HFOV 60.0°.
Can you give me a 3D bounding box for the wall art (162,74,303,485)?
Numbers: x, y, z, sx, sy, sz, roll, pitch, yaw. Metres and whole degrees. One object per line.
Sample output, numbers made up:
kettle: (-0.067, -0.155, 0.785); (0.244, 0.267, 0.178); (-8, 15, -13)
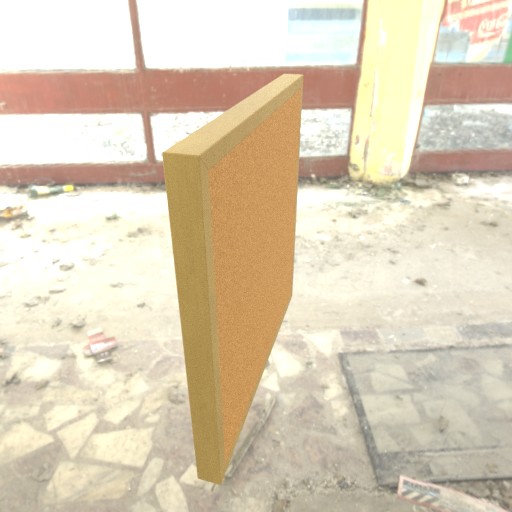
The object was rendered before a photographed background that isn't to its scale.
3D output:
wall art: (0.000, 0.000, 0.753); (0.038, 0.508, 0.508); (8, 31, 14)
